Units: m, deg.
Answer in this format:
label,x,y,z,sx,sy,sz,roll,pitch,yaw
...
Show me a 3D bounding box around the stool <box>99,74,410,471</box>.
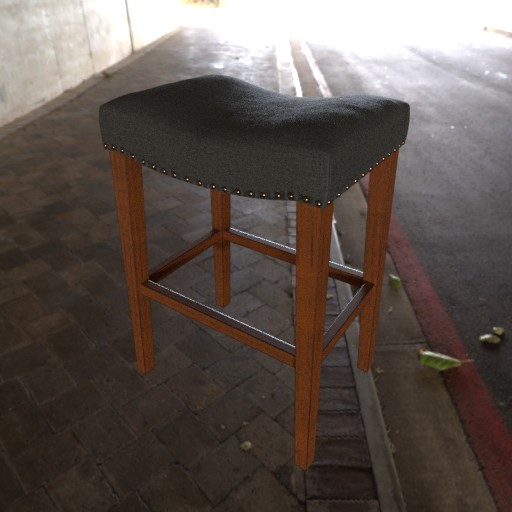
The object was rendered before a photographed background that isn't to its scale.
label,x,y,z,sx,sy,sz,roll,pitch,yaw
stool,0.000,0.000,0.864,0.439,0.612,0.320,20,37,28
